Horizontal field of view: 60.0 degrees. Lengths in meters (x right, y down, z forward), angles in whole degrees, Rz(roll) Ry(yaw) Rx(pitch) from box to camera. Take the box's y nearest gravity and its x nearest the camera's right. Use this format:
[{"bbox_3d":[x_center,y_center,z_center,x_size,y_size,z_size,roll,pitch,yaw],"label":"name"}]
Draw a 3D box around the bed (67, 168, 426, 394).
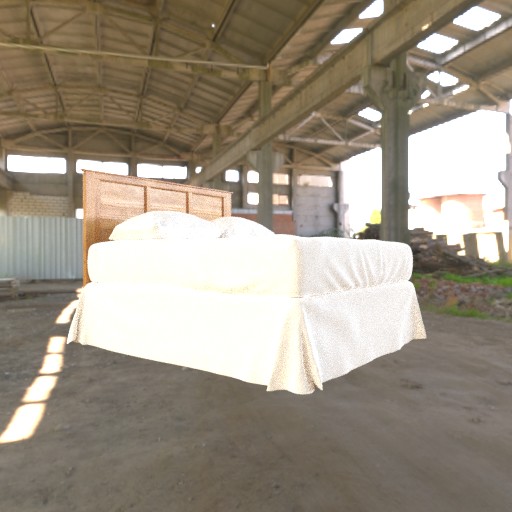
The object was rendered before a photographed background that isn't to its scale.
[{"bbox_3d":[0.000,0.000,3.275,2.035,1.273,1.870,0,1,38],"label":"bed"}]
